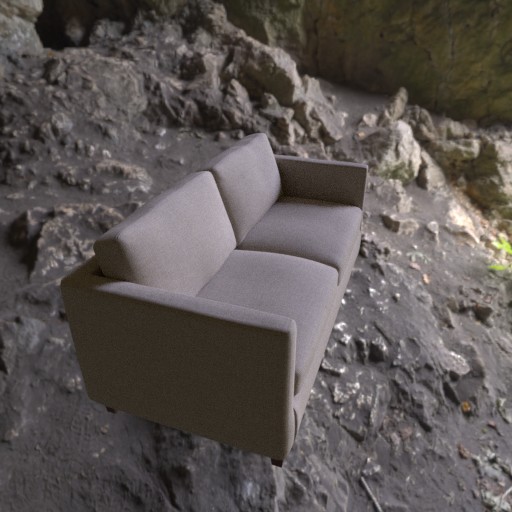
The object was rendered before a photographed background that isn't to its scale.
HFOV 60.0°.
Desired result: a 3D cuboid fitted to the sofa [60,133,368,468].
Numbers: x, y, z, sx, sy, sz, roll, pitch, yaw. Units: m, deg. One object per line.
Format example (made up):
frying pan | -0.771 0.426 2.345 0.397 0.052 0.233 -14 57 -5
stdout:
sofa | 0.000 0.000 2.428 0.951 0.947 1.884 10 31 17
